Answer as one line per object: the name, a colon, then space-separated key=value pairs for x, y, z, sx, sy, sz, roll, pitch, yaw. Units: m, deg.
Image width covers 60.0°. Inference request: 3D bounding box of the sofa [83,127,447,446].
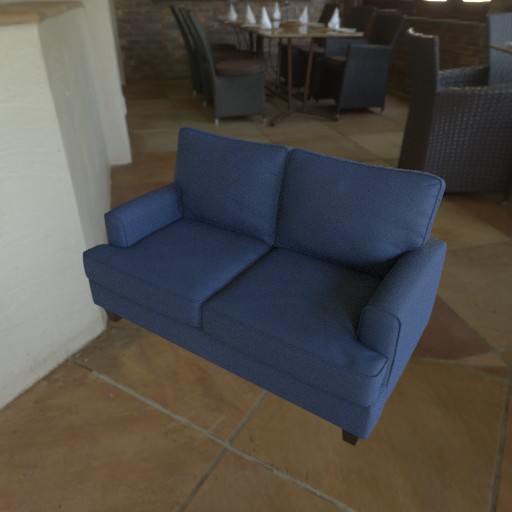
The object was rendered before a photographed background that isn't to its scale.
sofa: x=0.000 y=0.000 z=2.257 sx=1.651 sy=0.965 sz=0.965 roll=19 pitch=35 yaw=28
